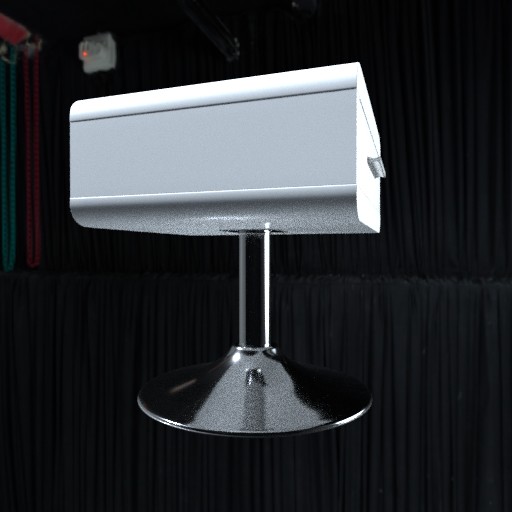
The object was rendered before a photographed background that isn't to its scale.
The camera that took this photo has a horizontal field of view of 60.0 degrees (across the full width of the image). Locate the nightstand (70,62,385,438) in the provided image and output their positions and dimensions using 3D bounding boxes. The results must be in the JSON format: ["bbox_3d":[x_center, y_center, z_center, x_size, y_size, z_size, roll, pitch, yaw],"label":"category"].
[{"bbox_3d":[0.000,0.000,0.733,0.404,0.447,0.399,0,0,19],"label":"nightstand"}]
